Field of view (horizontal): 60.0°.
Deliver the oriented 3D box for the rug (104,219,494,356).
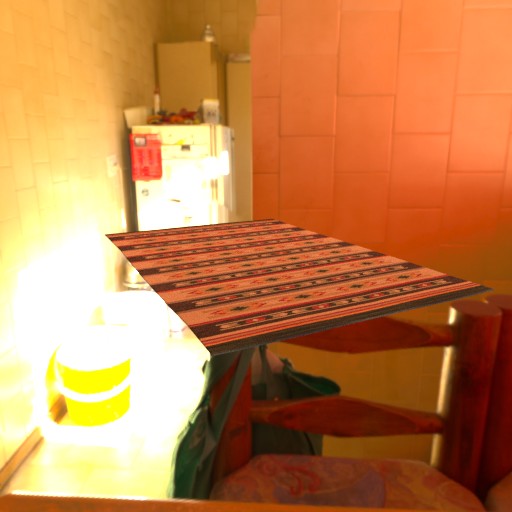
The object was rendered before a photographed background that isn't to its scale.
[{"bbox_3d":[0.000,0.000,2.293,1.221,0.009,1.825,-8,17,-26],"label":"rug"}]
